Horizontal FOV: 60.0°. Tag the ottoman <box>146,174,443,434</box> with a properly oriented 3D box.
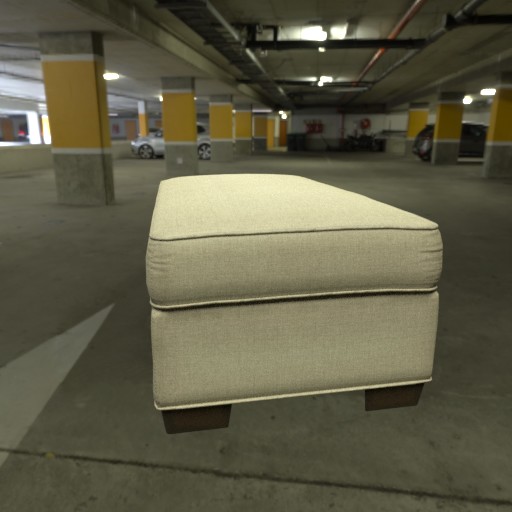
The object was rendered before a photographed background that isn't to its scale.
[{"bbox_3d":[0.000,0.000,1.411,0.617,0.461,1.097,-3,16,-10],"label":"ottoman"}]
